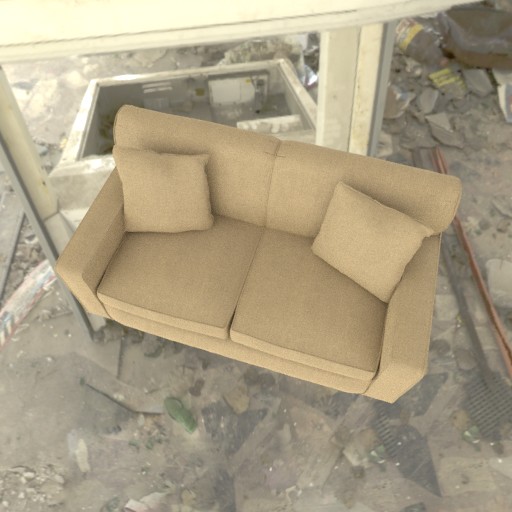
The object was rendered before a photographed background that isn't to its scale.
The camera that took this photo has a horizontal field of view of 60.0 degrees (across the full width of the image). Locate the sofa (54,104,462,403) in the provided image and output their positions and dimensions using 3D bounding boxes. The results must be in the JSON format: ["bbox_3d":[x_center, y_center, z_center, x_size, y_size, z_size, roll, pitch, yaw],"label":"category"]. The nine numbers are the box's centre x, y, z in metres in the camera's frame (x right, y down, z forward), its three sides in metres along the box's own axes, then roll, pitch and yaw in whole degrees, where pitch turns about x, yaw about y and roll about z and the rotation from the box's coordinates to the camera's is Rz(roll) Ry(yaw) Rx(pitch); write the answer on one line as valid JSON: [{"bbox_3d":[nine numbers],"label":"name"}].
[{"bbox_3d":[0.000,0.000,2.428,1.846,0.958,0.998,15,60,9],"label":"sofa"}]
